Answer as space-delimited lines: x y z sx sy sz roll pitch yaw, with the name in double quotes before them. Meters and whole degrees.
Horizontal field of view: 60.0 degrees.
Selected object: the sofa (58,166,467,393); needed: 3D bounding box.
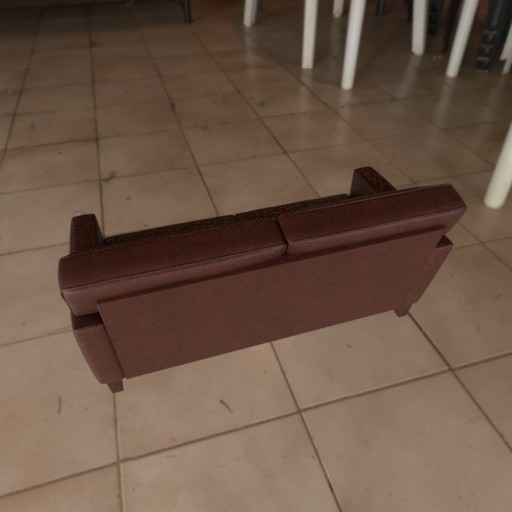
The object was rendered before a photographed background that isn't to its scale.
"sofa" 0.000 0.000 2.401 1.876 0.928 0.912 -12 42 -14
